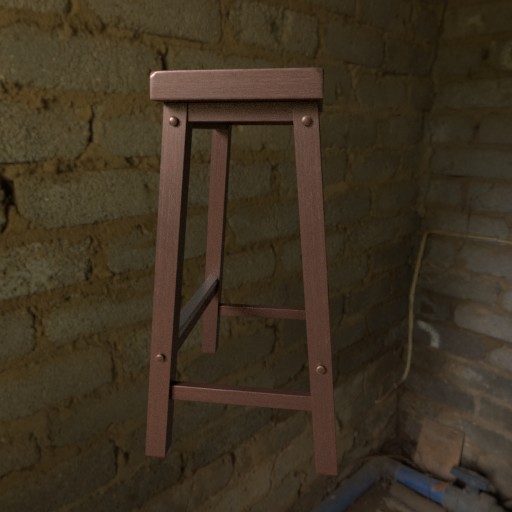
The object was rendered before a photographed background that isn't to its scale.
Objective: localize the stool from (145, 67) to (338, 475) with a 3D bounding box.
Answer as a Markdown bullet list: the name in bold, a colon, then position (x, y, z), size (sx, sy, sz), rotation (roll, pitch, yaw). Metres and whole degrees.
- **stool**: position (0.000, 0.000, 0.843), size (0.322, 0.610, 0.406), rotation (2, 16, 8)
